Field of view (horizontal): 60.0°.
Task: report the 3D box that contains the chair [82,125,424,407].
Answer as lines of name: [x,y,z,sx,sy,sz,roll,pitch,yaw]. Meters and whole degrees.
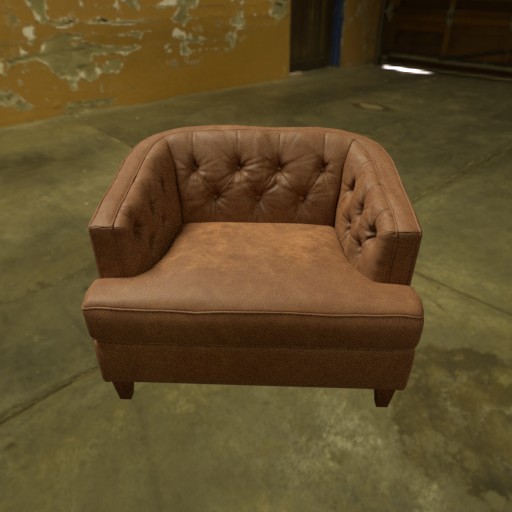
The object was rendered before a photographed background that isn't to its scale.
chair: [0.000,0.000,1.798,1.119,0.836,0.911,1,31,2]
